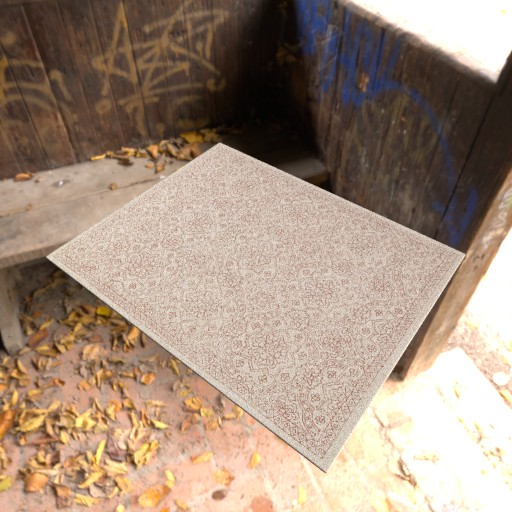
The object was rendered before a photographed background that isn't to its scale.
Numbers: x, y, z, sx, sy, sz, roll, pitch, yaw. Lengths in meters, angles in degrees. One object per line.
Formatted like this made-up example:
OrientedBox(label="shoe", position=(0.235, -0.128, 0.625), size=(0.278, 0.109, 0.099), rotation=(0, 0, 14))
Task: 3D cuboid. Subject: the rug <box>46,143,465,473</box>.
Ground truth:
OrientedBox(label="rug", position=(0.000, 0.000, 4.117), size=(3.050, 0.015, 2.441), rotation=(30, 53, 25))
